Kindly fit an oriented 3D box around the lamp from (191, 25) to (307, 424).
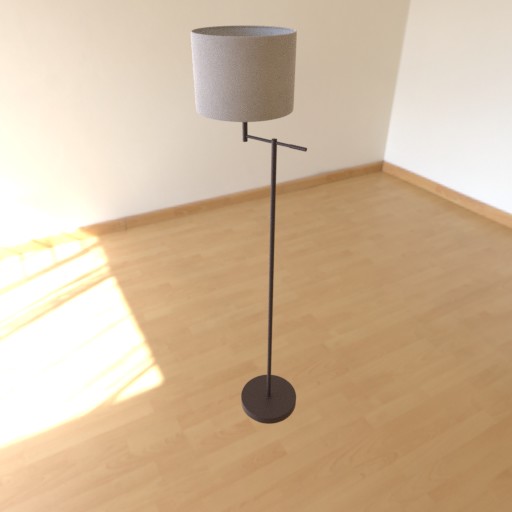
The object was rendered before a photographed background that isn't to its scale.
[{"bbox_3d":[0.000,0.000,1.761,0.416,1.600,0.324,21,38,30],"label":"lamp"}]
